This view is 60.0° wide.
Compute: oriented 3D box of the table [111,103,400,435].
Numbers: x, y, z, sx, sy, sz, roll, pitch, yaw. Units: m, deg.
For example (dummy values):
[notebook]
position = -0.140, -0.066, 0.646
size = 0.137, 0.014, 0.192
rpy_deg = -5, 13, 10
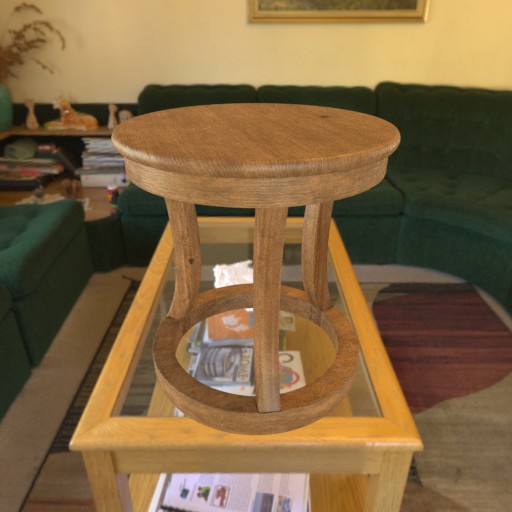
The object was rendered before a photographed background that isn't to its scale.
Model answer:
[table]
position = 0.000, 0.000, 0.792
size = 0.432, 0.460, 0.432
rpy_deg = 0, 27, 0
